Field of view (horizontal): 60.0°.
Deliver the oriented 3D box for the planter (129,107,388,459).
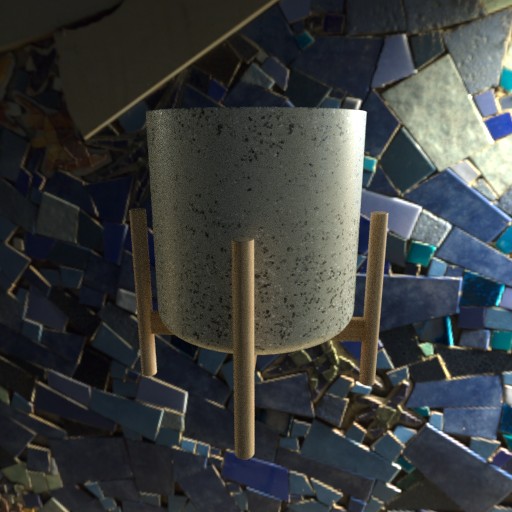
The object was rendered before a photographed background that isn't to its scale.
[{"bbox_3d":[0.000,0.000,0.681,0.360,0.419,0.360,8,17,26],"label":"planter"}]
